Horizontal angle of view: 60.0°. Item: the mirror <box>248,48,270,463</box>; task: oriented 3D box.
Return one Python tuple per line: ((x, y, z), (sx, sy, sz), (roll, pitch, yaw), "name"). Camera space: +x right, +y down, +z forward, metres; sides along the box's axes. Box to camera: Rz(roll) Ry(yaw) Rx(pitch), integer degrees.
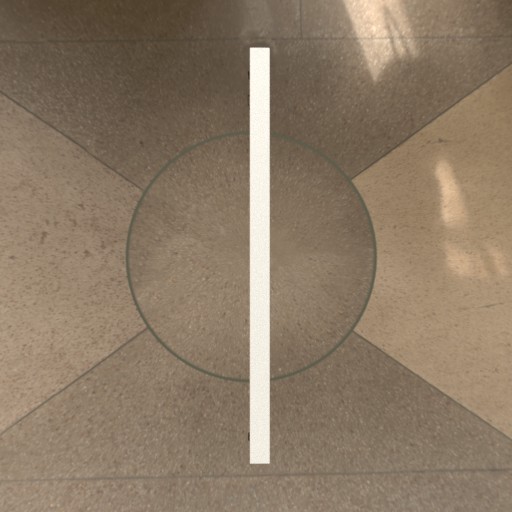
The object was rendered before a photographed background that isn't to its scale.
((0.000, 0.000, 1.320), (0.041, 1.016, 0.762), (0, 90, -1), "mirror")
